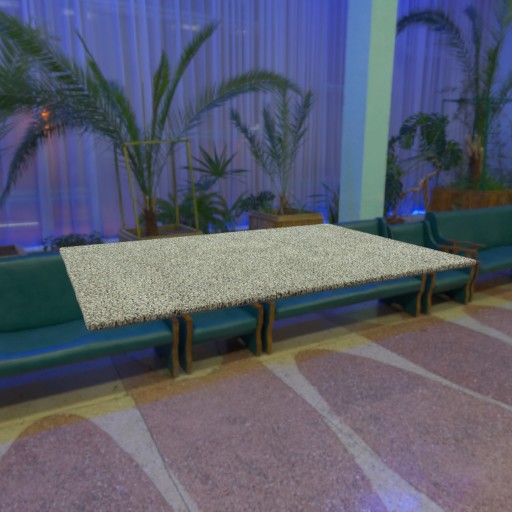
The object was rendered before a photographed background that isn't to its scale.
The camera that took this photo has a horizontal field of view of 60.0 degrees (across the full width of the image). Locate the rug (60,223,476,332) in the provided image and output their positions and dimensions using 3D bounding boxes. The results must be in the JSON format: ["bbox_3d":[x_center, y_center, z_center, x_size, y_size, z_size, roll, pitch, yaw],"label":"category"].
[{"bbox_3d":[0.000,0.000,2.272,1.778,0.030,1.219,-7,15,-26],"label":"rug"}]
